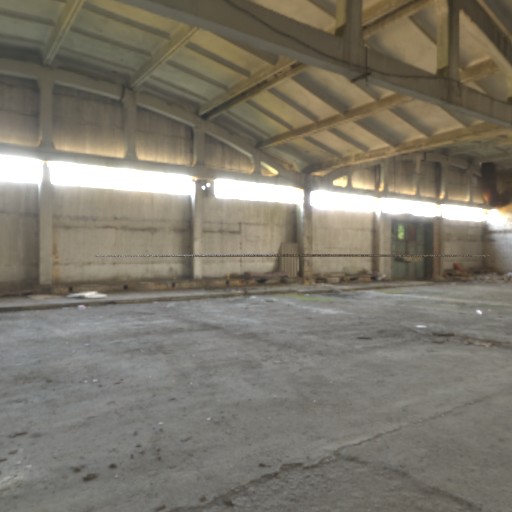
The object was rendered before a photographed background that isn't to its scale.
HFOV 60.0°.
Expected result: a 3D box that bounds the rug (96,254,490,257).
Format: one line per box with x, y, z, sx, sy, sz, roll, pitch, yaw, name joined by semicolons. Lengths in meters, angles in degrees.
0.000;0.000;3.085;1.549;0.010;2.464;0;0;-35;rug
